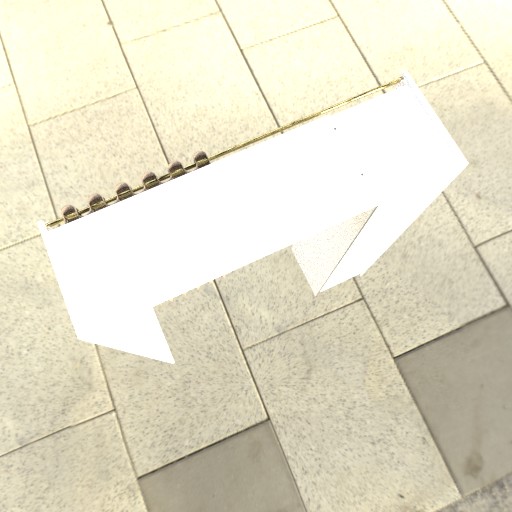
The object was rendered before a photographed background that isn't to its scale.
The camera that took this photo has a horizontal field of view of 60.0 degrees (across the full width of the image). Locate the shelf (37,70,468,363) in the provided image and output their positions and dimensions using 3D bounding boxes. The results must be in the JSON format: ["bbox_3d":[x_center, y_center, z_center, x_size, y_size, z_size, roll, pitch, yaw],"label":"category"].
[{"bbox_3d":[0.000,0.000,2.571,1.600,1.820,0.500,-24,75,-7],"label":"shelf"}]
